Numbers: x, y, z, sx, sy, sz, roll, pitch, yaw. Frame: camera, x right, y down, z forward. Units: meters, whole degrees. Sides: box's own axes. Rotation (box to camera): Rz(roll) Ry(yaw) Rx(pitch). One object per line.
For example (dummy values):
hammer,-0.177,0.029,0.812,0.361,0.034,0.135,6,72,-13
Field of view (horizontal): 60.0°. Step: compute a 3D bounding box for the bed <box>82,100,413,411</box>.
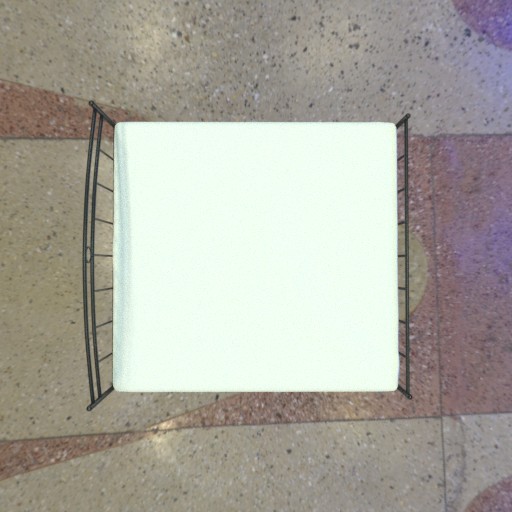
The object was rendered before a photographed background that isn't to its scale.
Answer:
bed,0.000,0.000,3.054,2.040,0.940,1.880,0,89,0
